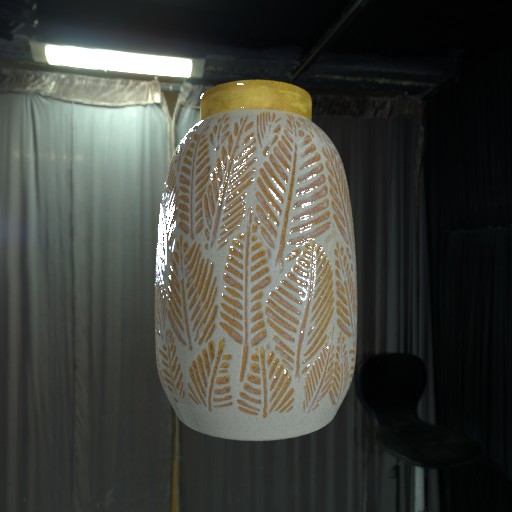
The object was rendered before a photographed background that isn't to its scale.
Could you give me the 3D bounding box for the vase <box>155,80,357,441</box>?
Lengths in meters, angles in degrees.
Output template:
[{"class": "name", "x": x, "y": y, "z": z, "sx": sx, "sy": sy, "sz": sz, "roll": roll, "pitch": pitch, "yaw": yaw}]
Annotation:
[{"class": "vase", "x": 0.000, "y": 0.000, "z": 0.386, "sx": 0.172, "sy": 0.270, "sz": 0.172, "roll": 0, "pitch": 0, "yaw": 0}]
